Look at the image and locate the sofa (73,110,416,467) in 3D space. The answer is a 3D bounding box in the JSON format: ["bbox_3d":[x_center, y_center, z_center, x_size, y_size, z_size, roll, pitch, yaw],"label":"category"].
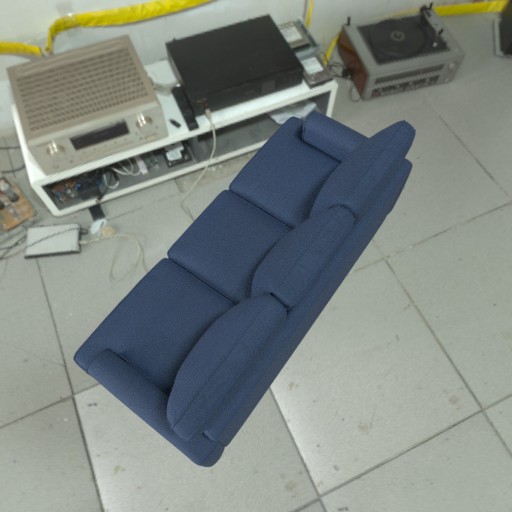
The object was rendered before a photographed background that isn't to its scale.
[{"bbox_3d":[0.000,0.000,2.625,0.951,0.965,2.158,33,68,15],"label":"sofa"}]
